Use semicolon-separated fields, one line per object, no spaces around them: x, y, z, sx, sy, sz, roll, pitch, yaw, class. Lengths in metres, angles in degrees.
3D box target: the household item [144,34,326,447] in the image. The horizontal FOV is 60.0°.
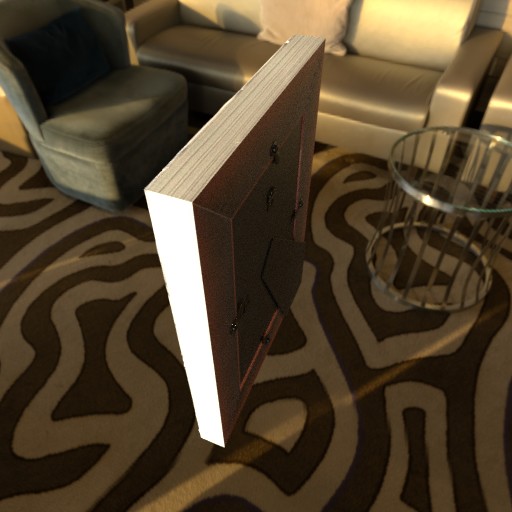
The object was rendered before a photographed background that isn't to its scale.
0.000;0.000;0.285;0.025;0.216;0.165;16;48;15;household item
